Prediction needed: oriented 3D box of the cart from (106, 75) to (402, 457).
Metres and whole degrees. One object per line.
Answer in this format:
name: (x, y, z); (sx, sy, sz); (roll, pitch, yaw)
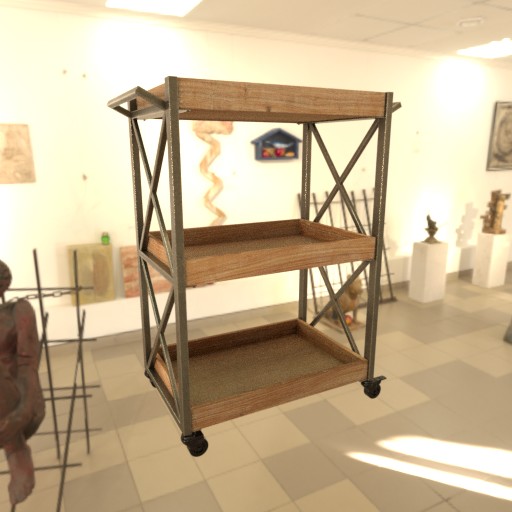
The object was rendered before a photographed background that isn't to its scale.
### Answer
cart: (0.000, 0.000, 1.208); (0.673, 0.835, 0.377); (-7, 15, -27)
